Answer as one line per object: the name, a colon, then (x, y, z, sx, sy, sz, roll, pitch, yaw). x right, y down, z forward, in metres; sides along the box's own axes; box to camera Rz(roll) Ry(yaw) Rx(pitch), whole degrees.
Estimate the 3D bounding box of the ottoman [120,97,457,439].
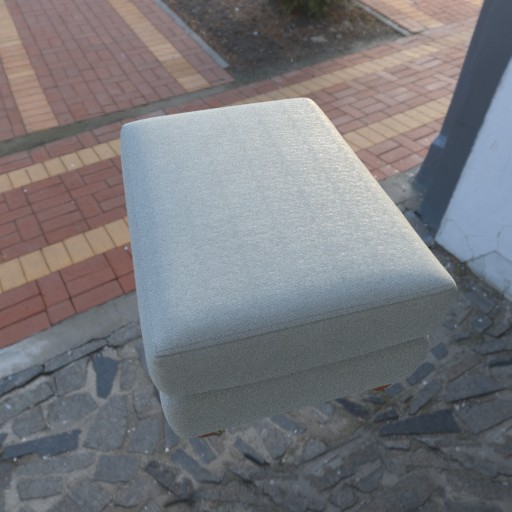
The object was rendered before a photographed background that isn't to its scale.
ottoman: (0.000, 0.000, 1.122, 0.569, 0.499, 0.773, -11, 47, -11)
